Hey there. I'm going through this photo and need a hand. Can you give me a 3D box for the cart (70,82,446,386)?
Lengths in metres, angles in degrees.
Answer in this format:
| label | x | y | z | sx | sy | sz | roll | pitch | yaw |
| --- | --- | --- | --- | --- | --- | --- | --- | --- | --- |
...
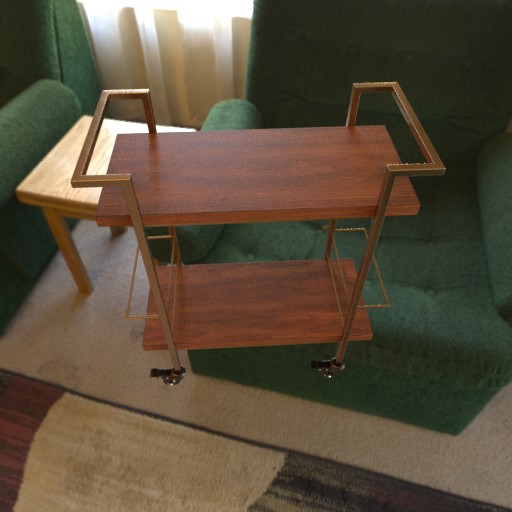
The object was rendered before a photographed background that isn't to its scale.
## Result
| label | x | y | z | sx | sy | sz | roll | pitch | yaw |
| --- | --- | --- | --- | --- | --- | --- | --- | --- | --- |
| cart | 0.000 | 0.000 | 1.214 | 0.695 | 0.807 | 0.364 | -2 | 48 | -2 |
